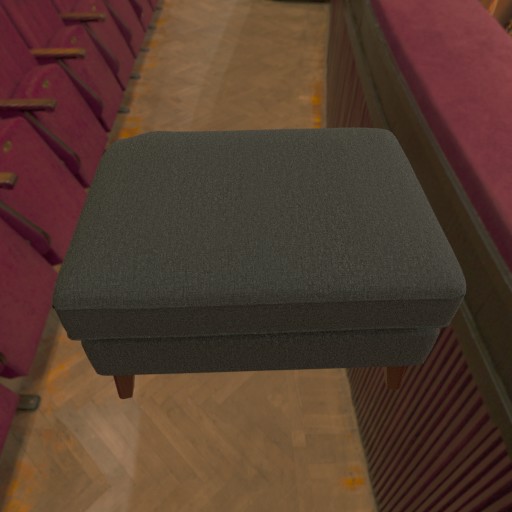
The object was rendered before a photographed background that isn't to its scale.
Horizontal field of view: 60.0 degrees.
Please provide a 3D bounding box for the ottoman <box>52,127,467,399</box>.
[{"bbox_3d":[0.000,0.000,1.216,0.835,0.503,0.629,-2,46,-1],"label":"ottoman"}]
